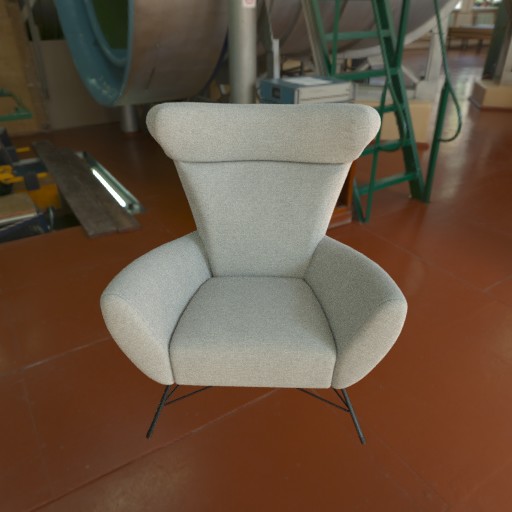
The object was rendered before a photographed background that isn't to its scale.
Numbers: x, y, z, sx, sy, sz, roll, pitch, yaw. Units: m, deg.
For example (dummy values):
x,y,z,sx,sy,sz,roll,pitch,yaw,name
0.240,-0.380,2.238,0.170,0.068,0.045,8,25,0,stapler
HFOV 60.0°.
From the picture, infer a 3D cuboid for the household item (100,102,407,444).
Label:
x,y,z,sx,sy,sz,roll,pitch,yaw,name
0.000,0.000,1.749,0.980,1.050,0.900,1,30,2,household item
